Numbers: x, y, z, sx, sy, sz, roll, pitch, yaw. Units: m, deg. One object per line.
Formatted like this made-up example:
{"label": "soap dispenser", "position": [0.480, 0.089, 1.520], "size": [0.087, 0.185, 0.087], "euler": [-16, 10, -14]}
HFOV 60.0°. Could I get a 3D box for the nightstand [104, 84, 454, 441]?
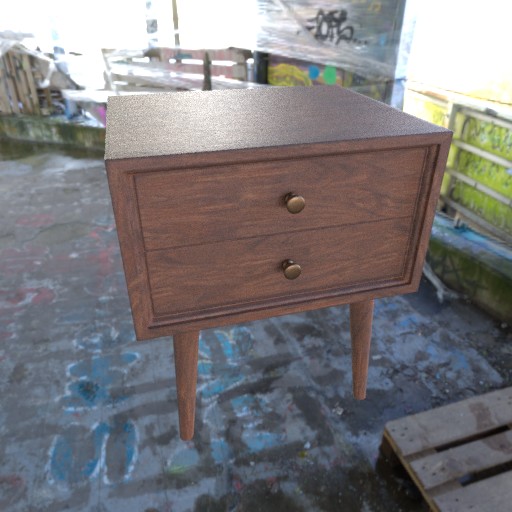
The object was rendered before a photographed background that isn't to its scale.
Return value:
{"label": "nightstand", "position": [0.000, 0.000, 0.956], "size": [0.521, 0.607, 0.445], "euler": [-8, 32, -13]}
